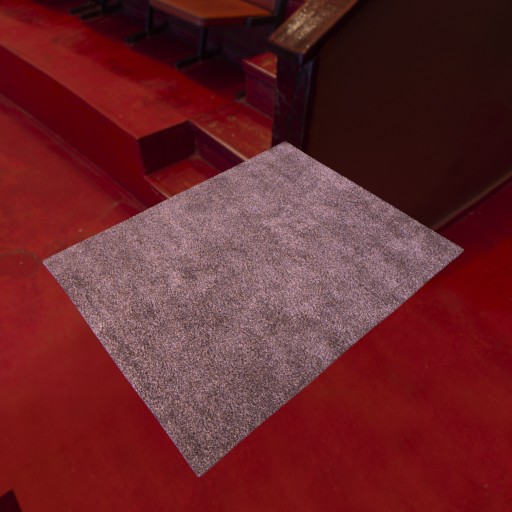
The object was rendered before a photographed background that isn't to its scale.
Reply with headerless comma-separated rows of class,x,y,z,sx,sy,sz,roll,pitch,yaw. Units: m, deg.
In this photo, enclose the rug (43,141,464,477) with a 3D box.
rug,0.000,0.000,4.033,3.000,0.025,2.401,-32,54,-27
